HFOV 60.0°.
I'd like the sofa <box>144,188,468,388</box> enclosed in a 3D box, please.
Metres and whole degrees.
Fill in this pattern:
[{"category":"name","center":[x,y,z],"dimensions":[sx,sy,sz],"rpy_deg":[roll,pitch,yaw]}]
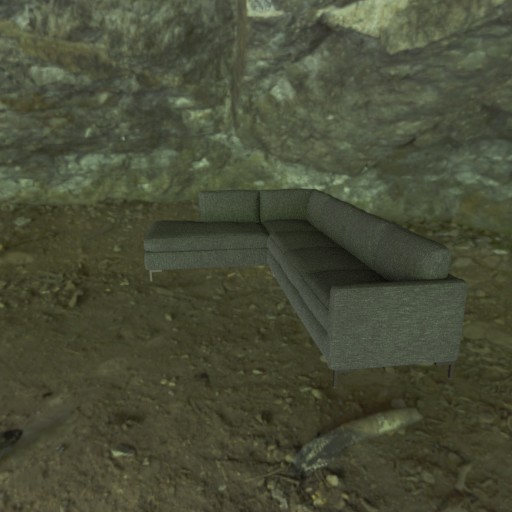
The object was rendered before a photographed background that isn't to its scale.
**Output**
[{"category":"sofa","center":[0.000,0.000,3.785],"dimensions":[2.007,0.815,2.949],"rpy_deg":[-2,16,-8]}]
